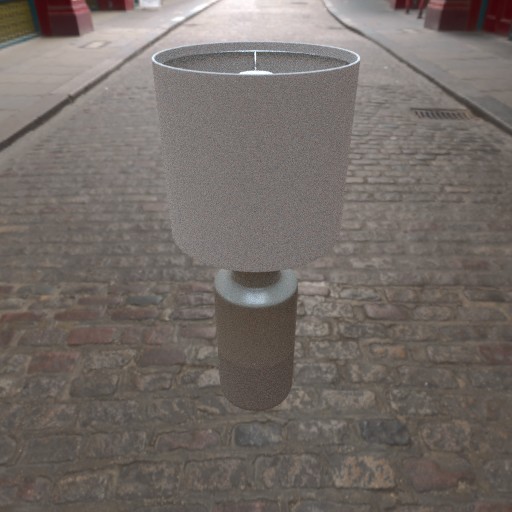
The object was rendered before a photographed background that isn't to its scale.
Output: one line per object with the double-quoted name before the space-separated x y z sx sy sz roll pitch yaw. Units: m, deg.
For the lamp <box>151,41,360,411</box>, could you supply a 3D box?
"lamp" 0.000 0.000 0.590 0.212 0.493 0.212 0 33 0
